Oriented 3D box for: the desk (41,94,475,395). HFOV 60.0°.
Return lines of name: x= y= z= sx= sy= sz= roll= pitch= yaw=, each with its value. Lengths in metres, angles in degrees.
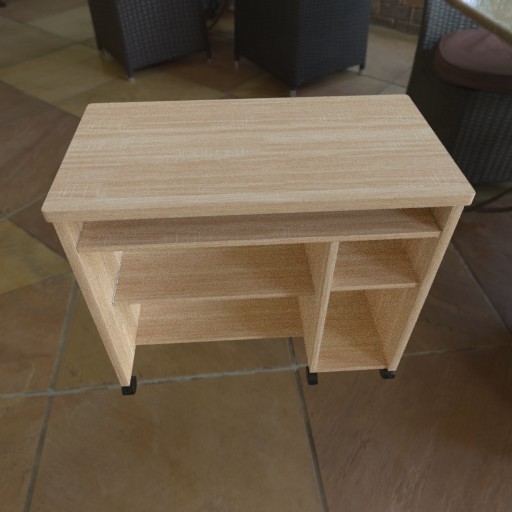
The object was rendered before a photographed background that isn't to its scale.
desk: x=0.000 y=0.000 z=1.333 sx=0.884 sy=0.770 sz=0.480 roll=-3 pitch=45 yaw=-3
